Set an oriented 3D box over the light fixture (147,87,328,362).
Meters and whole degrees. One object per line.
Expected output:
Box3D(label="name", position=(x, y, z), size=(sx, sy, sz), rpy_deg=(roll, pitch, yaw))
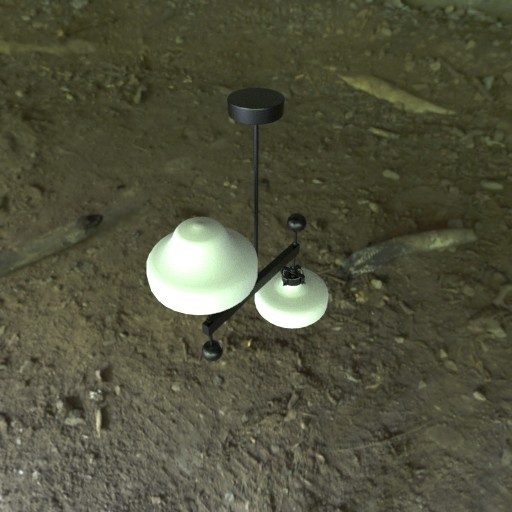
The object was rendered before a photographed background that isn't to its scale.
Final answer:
Box3D(label="light fixture", position=(0.000, 0.000, 1.032), size=(0.422, 0.743, 0.489), rpy_deg=(0, 40, 0))
